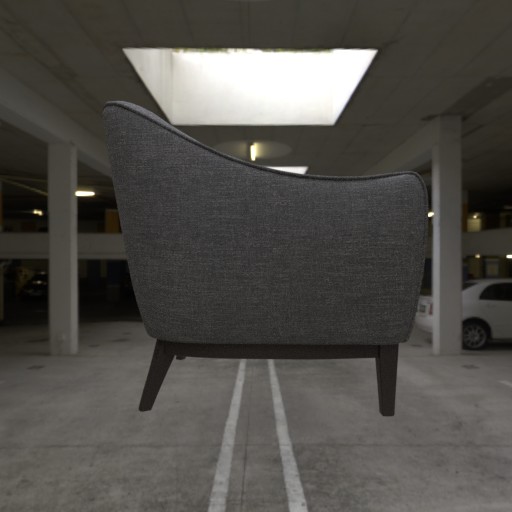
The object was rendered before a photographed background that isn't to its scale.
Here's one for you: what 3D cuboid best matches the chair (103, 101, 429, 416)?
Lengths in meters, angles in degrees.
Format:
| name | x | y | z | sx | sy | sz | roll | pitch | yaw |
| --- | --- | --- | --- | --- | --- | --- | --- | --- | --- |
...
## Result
| name | x | y | z | sx | sy | sz | roll | pitch | yaw |
| --- | --- | --- | --- | --- | --- | --- | --- | --- | --- |
| chair | 0.000 | 0.000 | 1.484 | 0.851 | 0.829 | 0.870 | 0 | 0 | 0 |
